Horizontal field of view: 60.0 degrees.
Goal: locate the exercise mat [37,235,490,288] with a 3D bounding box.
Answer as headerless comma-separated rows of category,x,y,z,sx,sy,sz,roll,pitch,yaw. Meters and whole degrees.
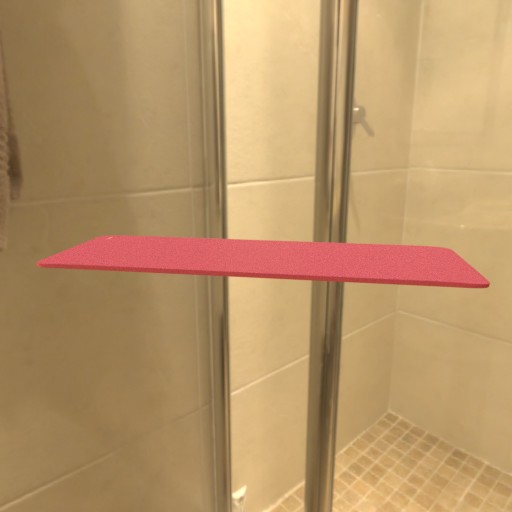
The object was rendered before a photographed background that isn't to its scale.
exercise mat,0.000,0.000,2.076,1.884,0.021,0.616,2,15,9
